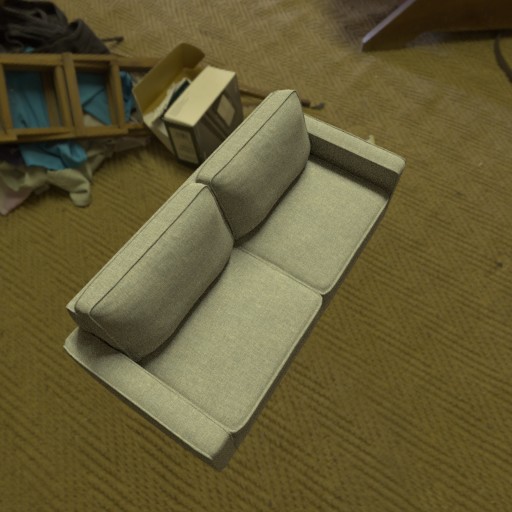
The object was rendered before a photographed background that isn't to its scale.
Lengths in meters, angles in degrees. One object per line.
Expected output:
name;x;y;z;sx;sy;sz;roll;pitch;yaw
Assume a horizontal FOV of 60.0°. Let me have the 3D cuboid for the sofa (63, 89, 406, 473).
sofa;0.000;0.000;2.570;0.945;0.918;2.078;30;63;16
